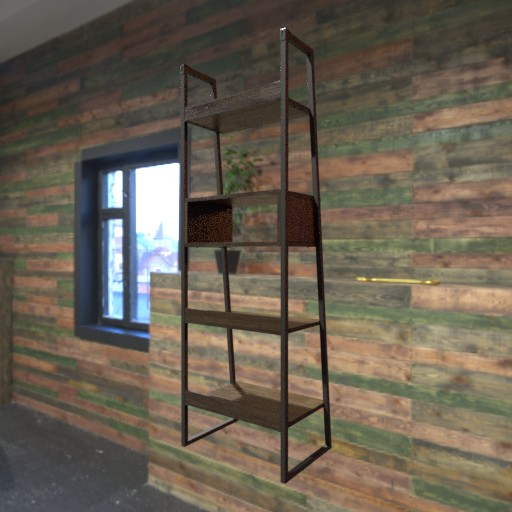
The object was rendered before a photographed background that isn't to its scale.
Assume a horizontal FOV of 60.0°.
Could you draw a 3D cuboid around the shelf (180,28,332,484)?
[{"bbox_3d":[0.000,0.000,2.318,0.652,2.005,0.454,0,1,36],"label":"shelf"}]
